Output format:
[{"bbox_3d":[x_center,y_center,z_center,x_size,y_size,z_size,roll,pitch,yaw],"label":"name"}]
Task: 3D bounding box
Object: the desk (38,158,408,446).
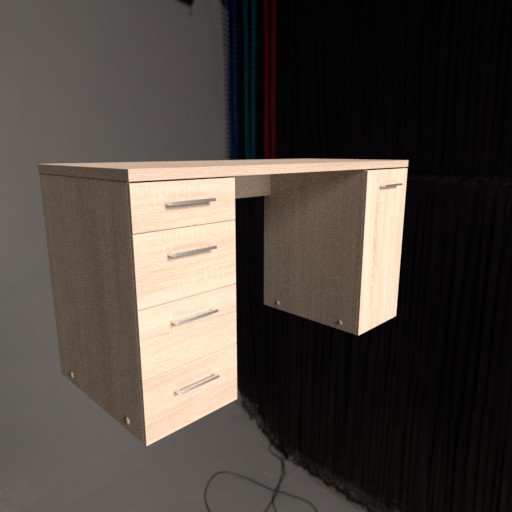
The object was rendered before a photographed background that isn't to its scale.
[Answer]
[{"bbox_3d":[0.000,0.000,1.780,1.390,0.740,0.600,-13,19,-43],"label":"desk"}]
